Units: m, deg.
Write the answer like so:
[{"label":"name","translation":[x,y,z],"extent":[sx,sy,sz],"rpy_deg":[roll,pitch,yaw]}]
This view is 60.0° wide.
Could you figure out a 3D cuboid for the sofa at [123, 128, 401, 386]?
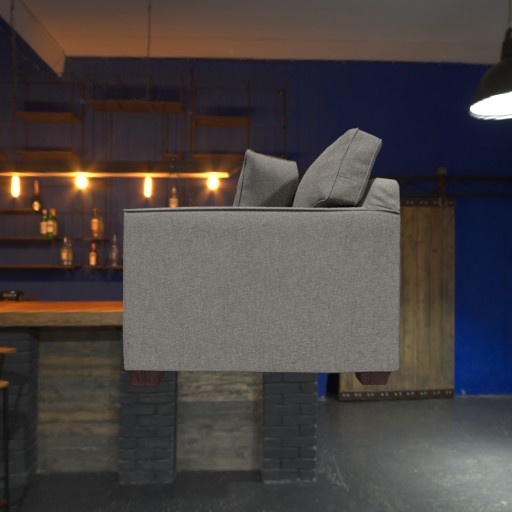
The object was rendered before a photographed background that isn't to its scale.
[{"label":"sofa","translation":[0.000,0.000,2.554],"extent":[1.034,0.946,1.963],"rpy_deg":[0,0,-1]}]
